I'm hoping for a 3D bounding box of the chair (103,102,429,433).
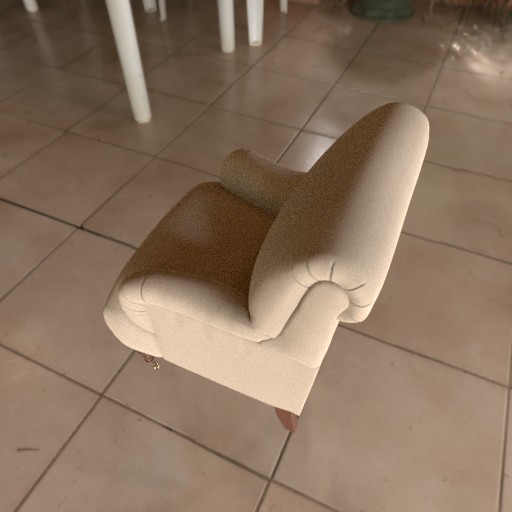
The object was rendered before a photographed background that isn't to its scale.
[{"bbox_3d":[0.000,0.000,1.502,0.842,0.942,0.766,18,50,16],"label":"chair"}]
